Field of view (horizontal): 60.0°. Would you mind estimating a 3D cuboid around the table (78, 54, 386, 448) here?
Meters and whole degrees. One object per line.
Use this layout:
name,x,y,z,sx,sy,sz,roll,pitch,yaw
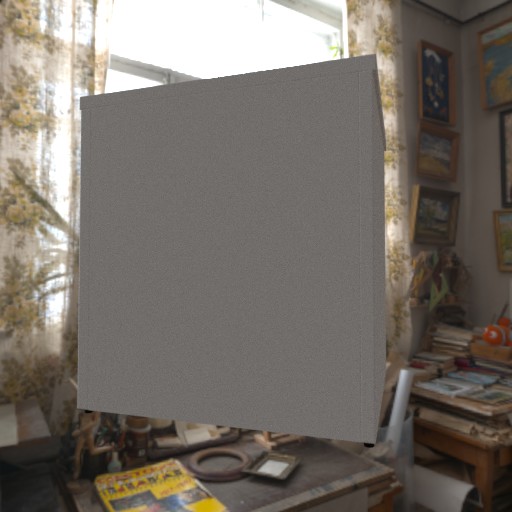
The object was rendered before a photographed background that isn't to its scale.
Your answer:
table,0.000,0.000,0.758,0.420,0.460,0.380,-1,-2,18
